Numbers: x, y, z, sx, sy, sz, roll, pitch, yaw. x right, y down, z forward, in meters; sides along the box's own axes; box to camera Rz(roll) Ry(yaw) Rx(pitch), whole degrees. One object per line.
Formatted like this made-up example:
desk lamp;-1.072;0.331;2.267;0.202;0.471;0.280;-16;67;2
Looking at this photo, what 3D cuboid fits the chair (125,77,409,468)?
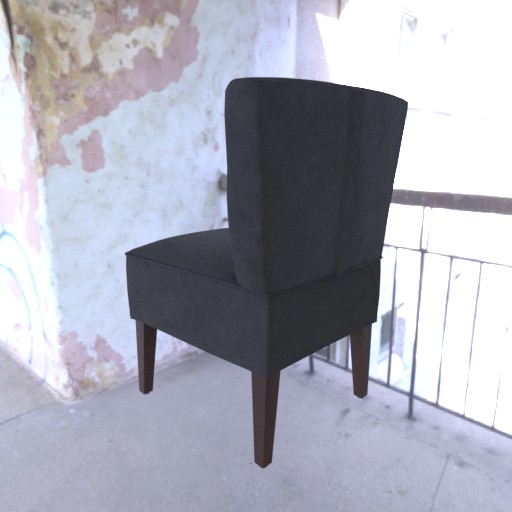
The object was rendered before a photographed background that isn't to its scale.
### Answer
chair;0.000;0.000;1.164;0.521;0.806;0.554;-14;20;-43
